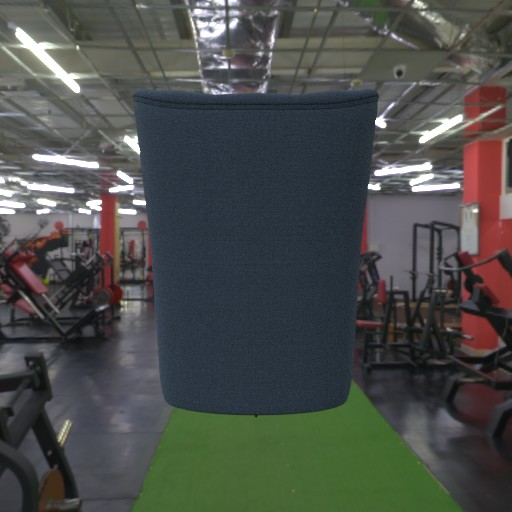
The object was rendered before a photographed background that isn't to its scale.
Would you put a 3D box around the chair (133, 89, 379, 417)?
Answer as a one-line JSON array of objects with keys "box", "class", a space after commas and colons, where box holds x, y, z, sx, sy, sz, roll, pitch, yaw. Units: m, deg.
[{"box": [0.000, 0.000, 1.722, 0.831, 1.079, 0.930, 0, 1, 0], "class": "chair"}]
